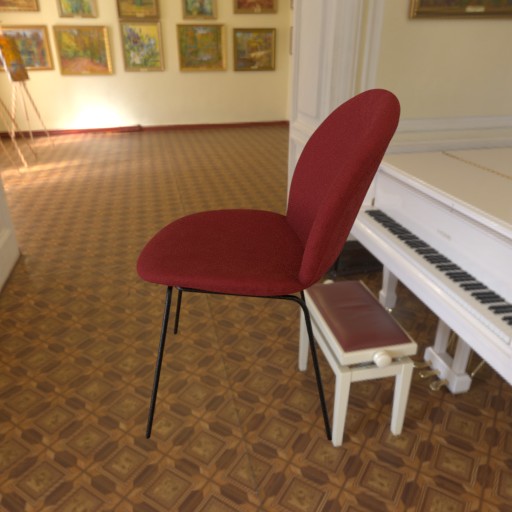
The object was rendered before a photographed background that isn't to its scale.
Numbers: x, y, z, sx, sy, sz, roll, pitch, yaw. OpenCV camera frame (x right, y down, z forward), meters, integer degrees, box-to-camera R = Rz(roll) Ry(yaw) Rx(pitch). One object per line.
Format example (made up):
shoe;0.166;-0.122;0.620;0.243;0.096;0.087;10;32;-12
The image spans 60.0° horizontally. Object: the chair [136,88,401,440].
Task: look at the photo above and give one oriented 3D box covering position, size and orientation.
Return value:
chair;0.000;0.000;1.124;0.587;0.791;0.458;0;26;0
